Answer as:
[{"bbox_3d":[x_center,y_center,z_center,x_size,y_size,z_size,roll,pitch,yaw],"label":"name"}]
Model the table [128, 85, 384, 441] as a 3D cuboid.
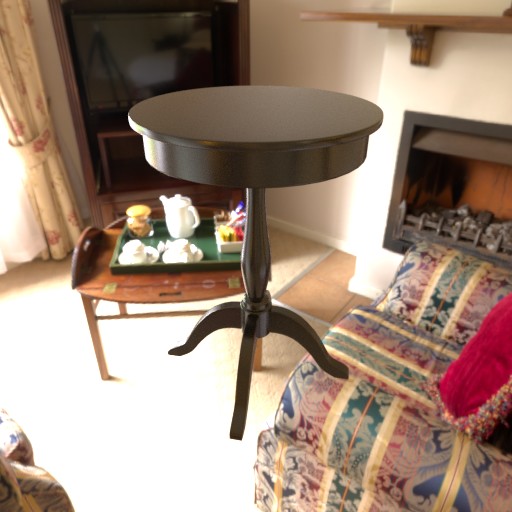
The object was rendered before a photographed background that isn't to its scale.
[{"bbox_3d":[0.000,0.000,1.019,0.481,0.665,0.481,0,30,0],"label":"table"}]
